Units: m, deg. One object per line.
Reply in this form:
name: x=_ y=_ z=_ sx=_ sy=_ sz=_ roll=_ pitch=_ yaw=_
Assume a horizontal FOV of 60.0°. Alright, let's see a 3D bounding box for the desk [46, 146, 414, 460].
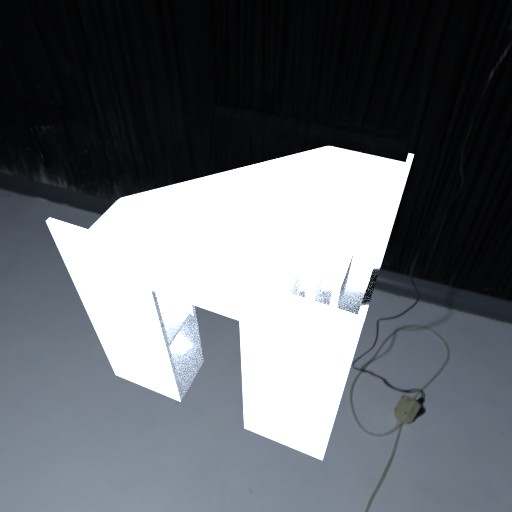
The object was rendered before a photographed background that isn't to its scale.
desk: x=0.000 y=0.000 z=1.767 sx=0.940 sy=0.986 sz=0.940 roll=17 pitch=48 yaw=15
